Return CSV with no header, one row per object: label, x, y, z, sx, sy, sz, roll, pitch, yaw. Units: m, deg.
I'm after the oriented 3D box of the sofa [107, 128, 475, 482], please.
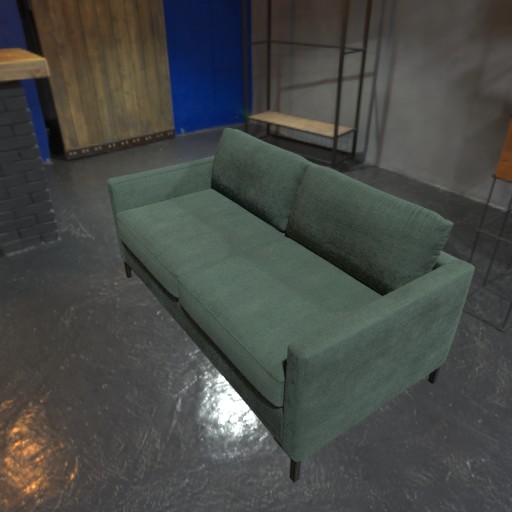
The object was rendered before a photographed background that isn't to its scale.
sofa,0.000,0.000,2.129,0.875,0.817,1.676,-20,37,-29
